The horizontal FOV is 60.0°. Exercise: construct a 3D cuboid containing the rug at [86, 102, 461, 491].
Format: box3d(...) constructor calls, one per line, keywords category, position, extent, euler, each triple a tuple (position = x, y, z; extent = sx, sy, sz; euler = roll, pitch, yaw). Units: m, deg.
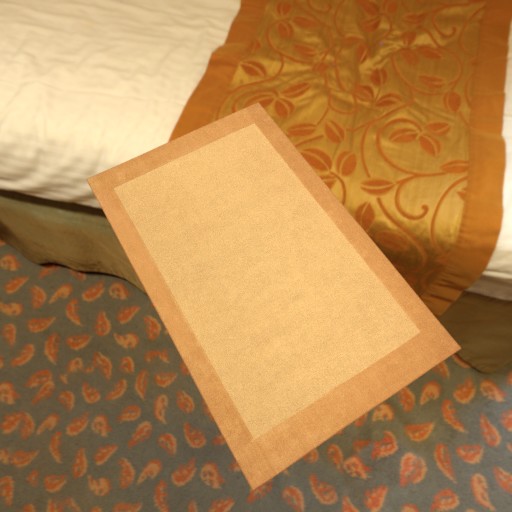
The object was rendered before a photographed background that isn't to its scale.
box3d(category="rug", position=(0.000, 0.000, 3.059), extent=(1.524, 0.014, 2.438), euler=(-29, 67, -13))
